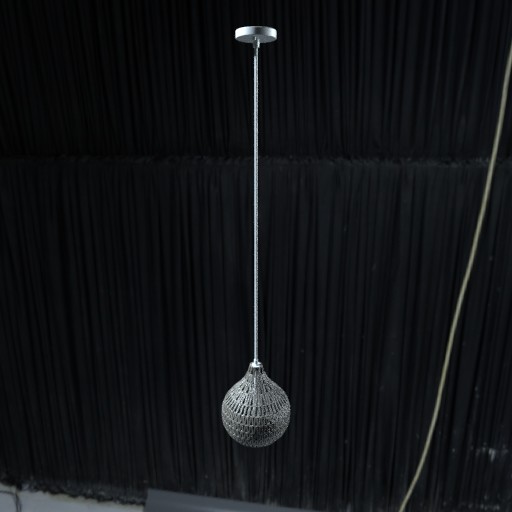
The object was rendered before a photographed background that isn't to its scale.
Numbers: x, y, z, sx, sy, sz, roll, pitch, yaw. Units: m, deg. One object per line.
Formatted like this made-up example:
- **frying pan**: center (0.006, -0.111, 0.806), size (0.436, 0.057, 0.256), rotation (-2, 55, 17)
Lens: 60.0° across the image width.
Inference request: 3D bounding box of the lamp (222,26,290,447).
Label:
- **lamp**: center (0.000, 0.000, 2.080), size (0.355, 1.919, 0.355), rotation (3, 16, 10)
